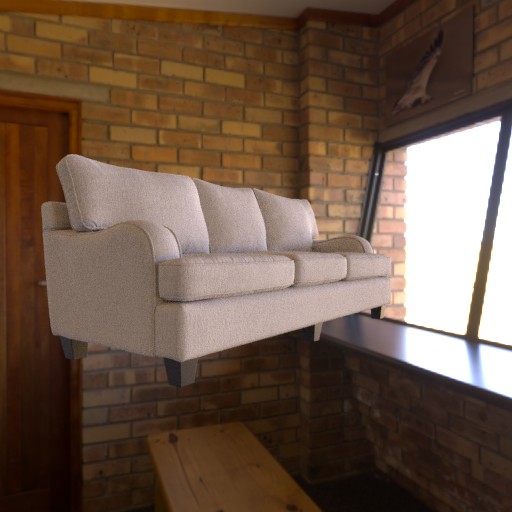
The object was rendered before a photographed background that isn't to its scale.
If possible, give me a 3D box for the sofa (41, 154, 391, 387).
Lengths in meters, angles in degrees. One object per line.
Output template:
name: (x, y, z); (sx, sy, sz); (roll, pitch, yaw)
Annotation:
sofa: (0.000, 0.000, 2.850); (1.016, 0.991, 2.323); (1, 1, 36)
